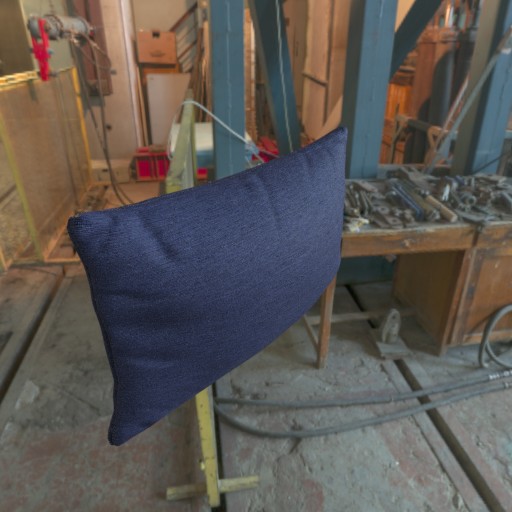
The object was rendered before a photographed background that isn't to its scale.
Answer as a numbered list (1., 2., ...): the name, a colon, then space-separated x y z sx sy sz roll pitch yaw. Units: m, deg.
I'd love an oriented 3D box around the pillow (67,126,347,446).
1. pillow: 0.000 0.000 0.751 0.210 0.338 0.633 18 32 32
